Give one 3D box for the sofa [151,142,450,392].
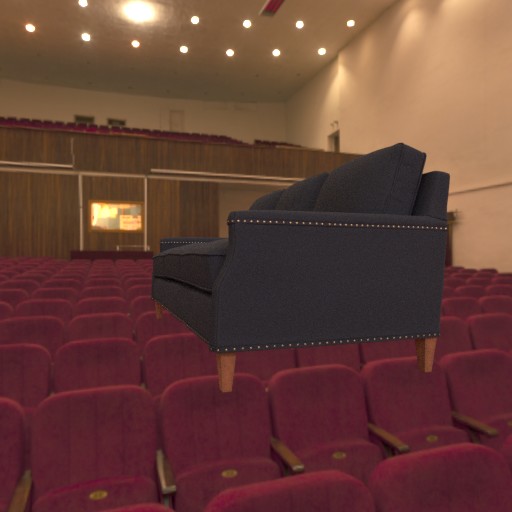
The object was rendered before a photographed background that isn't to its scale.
[{"bbox_3d":[0.000,0.000,2.775,1.084,1.003,2.246,0,0,-19],"label":"sofa"}]
